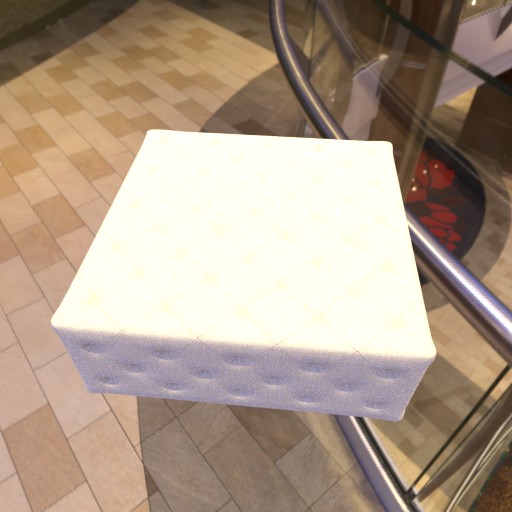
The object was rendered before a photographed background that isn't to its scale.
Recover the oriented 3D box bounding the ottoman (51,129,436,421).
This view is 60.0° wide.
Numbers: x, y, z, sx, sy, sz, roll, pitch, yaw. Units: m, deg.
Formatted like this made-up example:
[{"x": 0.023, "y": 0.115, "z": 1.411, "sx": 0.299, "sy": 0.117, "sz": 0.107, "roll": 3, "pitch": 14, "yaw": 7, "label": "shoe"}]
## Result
[{"x": 0.000, "y": 0.000, "z": 1.647, "sx": 1.028, "sy": 0.439, "sz": 1.028, "roll": 4, "pitch": 46, "yaw": 4, "label": "ottoman"}]
